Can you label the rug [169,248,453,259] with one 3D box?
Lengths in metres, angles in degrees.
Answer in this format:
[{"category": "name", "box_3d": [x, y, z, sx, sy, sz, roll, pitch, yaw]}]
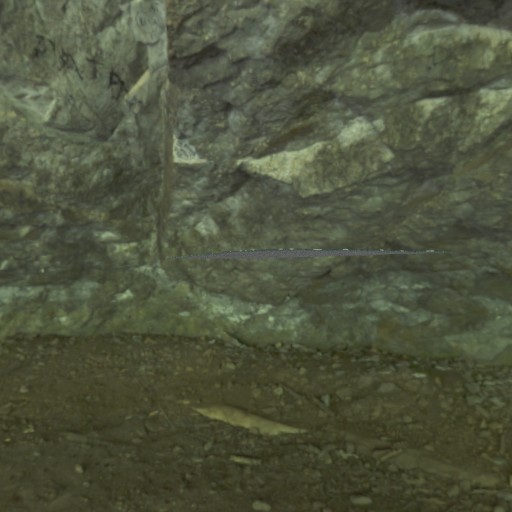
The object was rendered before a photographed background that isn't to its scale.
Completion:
[{"category": "rug", "box_3d": [0.000, 0.000, 2.740, 0.807, 0.010, 2.476, 0, -1, -18]}]
